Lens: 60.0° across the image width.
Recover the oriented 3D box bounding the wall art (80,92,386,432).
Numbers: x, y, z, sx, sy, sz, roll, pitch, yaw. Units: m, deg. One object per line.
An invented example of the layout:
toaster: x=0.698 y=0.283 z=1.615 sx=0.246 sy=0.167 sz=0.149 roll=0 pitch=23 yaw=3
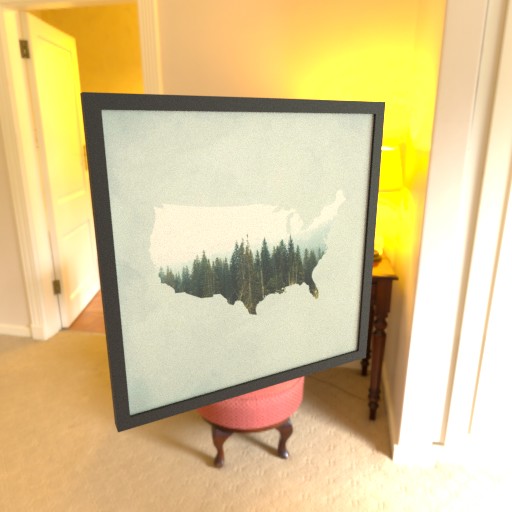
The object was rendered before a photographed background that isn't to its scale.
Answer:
wall art: x=0.000 y=0.000 z=1.134 sx=0.763 sy=0.763 sz=0.038 roll=-8 pitch=18 yaw=-27
